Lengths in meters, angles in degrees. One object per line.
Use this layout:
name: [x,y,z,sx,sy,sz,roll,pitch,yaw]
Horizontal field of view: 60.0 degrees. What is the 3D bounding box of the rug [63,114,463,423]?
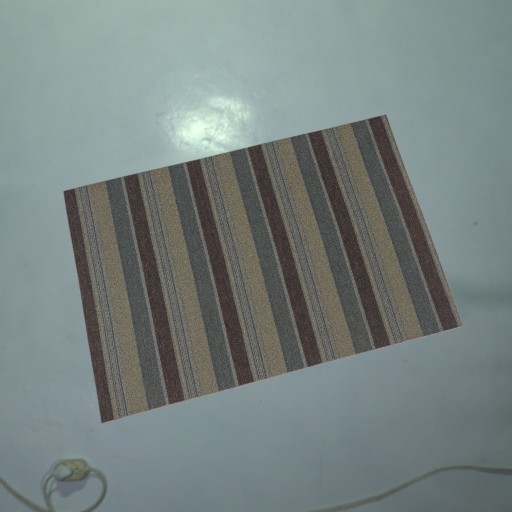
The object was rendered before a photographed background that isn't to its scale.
rug: [0.000,0.000,2.297,1.829,0.008,1.219,-14,77,-3]
